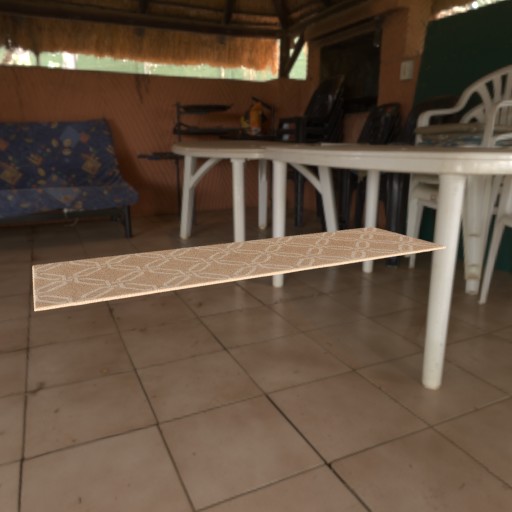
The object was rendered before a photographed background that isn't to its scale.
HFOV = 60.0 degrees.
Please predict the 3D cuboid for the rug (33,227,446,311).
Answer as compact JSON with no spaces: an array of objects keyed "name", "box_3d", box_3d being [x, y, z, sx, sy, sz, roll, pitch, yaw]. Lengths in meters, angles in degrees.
[{"name":"rug","box_3d":[0.000,0.000,2.516,2.276,0.014,0.678,-7,17,-26]}]
